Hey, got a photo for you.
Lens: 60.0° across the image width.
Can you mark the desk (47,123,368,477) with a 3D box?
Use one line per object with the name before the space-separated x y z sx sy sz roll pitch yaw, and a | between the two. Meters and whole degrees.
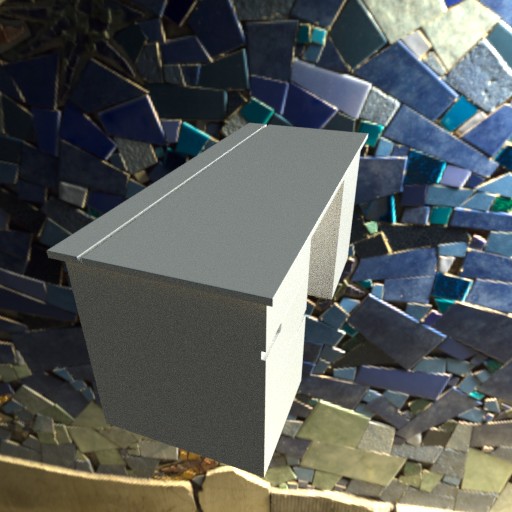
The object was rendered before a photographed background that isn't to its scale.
desk | 0.000 0.000 1.975 0.670 0.760 1.580 11 32 17
